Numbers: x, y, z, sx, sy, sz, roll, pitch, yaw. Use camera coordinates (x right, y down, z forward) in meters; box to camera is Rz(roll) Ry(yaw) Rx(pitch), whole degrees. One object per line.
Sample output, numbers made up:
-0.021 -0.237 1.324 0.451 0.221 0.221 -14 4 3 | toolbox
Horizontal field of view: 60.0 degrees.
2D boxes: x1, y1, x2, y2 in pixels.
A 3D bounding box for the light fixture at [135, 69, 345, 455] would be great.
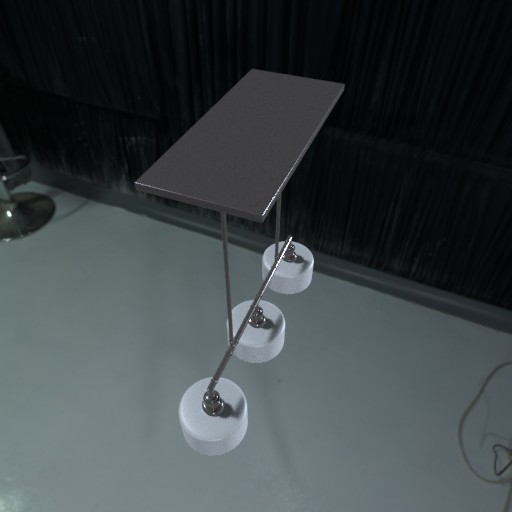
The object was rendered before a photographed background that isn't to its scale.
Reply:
0.000 0.000 0.869 0.177 0.557 0.582 16 47 16 | light fixture
